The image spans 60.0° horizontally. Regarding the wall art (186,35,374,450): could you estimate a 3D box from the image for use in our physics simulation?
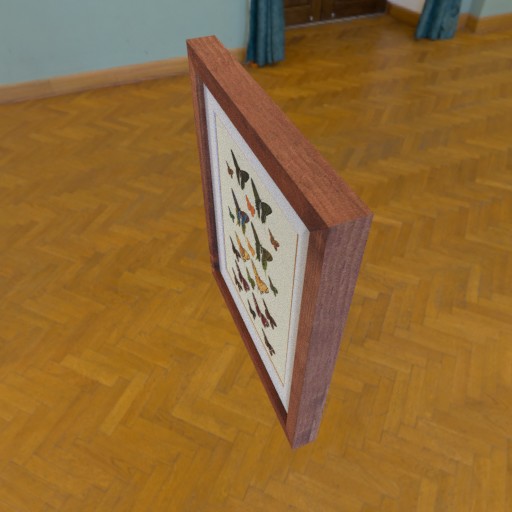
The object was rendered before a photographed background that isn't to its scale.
[{"bbox_3d":[0.000,0.000,0.614,0.039,0.449,0.377,-17,49,-15],"label":"wall art"}]
